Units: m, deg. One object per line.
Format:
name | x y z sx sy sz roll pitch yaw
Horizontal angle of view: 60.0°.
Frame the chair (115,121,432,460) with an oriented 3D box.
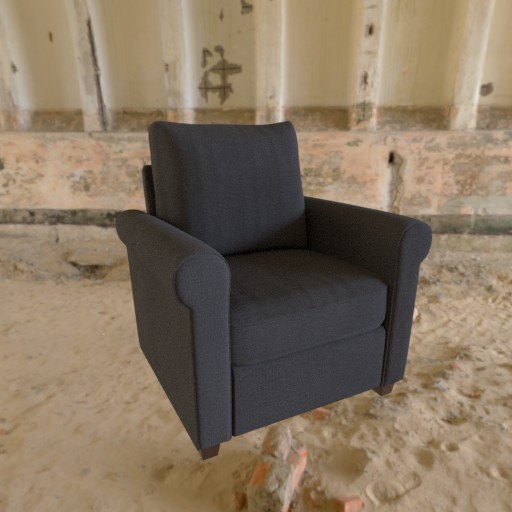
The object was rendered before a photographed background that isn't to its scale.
chair | 0.000 0.000 1.616 0.867 0.942 0.828 -9 19 -26
